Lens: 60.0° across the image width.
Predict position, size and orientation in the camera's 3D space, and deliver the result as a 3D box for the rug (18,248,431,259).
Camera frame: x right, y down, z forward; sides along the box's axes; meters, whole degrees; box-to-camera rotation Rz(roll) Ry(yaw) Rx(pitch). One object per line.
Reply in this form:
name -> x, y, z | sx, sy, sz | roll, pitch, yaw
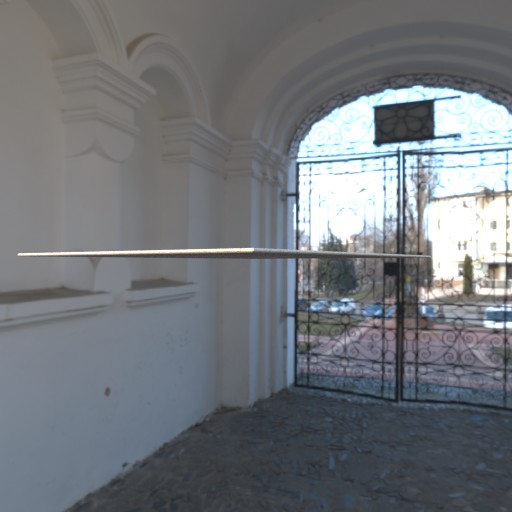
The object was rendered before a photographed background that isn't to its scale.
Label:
rug -> 0.000, 0.000, 2.726 | 1.526, 0.015, 2.132 | -1, -1, 36
